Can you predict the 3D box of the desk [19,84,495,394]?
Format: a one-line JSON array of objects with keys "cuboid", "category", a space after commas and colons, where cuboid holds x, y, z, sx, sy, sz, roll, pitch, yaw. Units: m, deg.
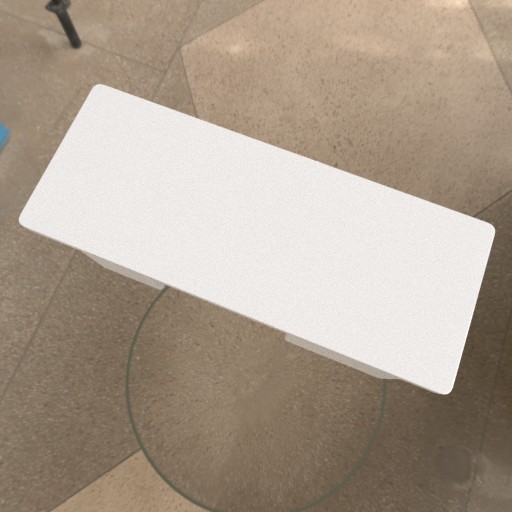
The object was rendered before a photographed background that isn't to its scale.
[{"cuboid": [0.000, 0.000, 1.751, 1.400, 0.762, 0.550, 21, 76, 6], "category": "desk"}]
